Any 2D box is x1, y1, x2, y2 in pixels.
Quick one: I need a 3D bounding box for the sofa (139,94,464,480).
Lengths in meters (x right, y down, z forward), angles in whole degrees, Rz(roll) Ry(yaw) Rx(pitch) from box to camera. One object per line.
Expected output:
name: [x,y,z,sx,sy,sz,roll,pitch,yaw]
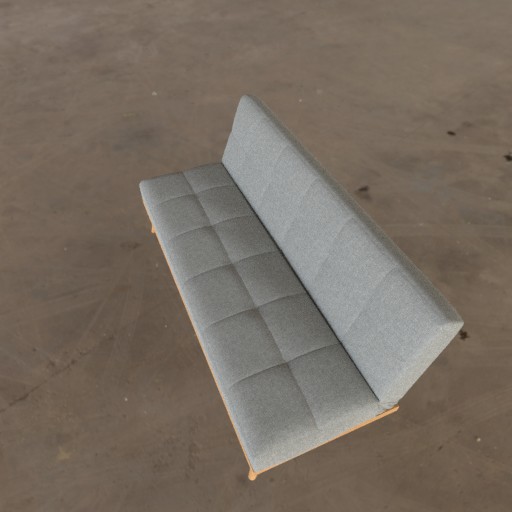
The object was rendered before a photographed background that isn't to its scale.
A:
sofa: [0.000,0.000,2.227,0.800,0.800,1.820,-17,49,-16]
